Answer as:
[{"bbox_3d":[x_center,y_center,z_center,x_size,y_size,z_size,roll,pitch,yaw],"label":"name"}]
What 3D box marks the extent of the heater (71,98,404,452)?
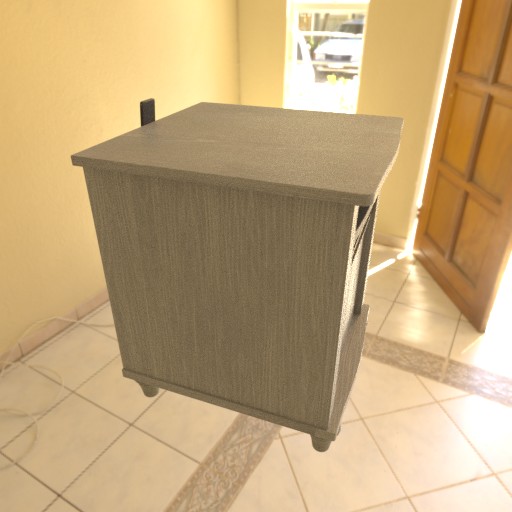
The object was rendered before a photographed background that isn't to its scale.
[{"bbox_3d":[0.000,0.000,0.746,0.400,0.481,0.362,11,32,18],"label":"heater"}]
